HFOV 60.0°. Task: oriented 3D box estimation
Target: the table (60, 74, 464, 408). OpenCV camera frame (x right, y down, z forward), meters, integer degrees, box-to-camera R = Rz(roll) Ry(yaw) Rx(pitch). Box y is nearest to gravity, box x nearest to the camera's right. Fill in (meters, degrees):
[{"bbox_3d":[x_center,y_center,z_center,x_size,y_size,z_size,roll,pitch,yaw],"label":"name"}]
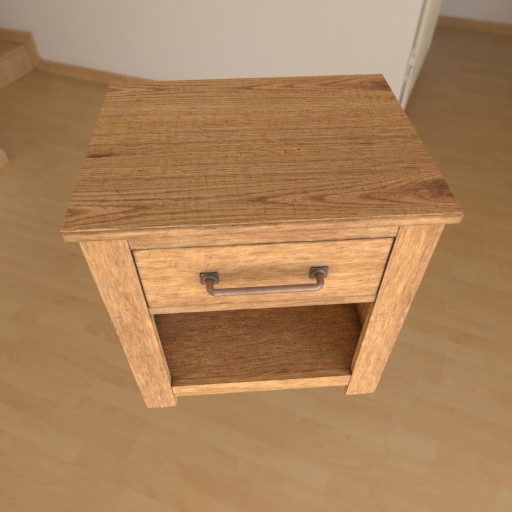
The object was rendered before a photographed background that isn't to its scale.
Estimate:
[{"bbox_3d":[0.000,0.000,1.034,0.601,0.625,0.494,-3,47,-3],"label":"table"}]
